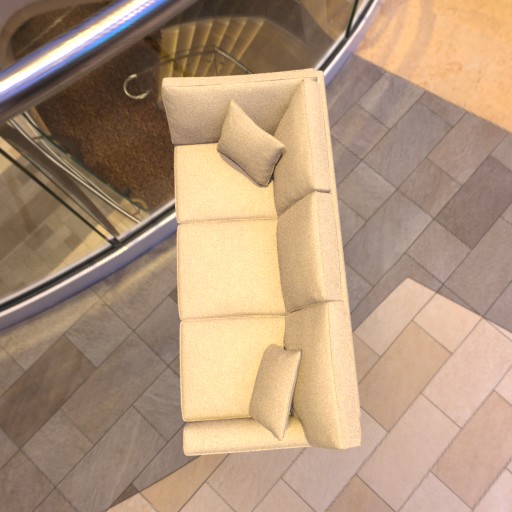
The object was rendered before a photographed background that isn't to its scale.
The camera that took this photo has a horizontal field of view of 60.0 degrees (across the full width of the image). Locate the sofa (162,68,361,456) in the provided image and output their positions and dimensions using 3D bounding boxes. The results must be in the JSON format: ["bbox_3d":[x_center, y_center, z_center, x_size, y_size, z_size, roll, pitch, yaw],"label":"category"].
[{"bbox_3d":[0.000,0.000,2.895,1.061,0.962,2.317,-3,77,-1],"label":"sofa"}]
